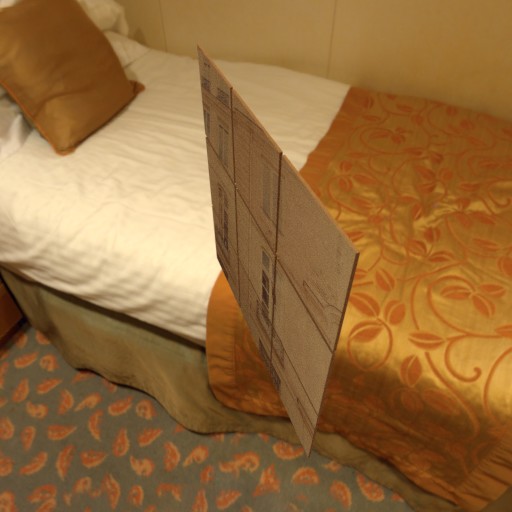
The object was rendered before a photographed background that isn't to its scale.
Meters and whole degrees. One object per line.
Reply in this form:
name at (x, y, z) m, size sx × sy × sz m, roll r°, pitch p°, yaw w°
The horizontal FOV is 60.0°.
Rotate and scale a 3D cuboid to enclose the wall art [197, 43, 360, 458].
wall art at (0.000, 0.000, 2.228) m, size 0.023 × 1.522 × 1.526 m, roll -16°, pitch 48°, yaw -15°
